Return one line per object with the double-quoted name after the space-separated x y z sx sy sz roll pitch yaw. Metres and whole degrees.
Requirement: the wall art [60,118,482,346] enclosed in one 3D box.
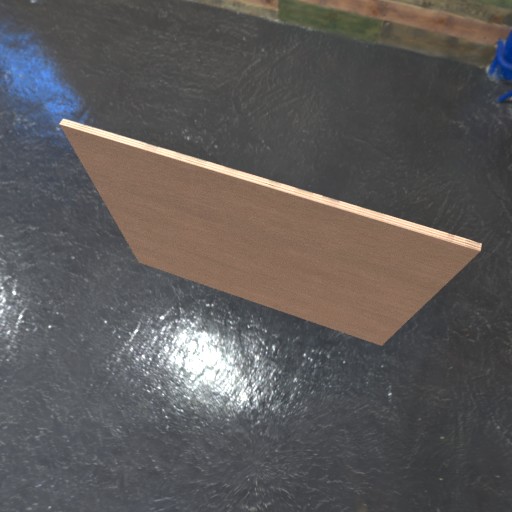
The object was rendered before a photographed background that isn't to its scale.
0.000 0.000 0.691 0.508 0.408 0.010 18 66 8 "wall art"
